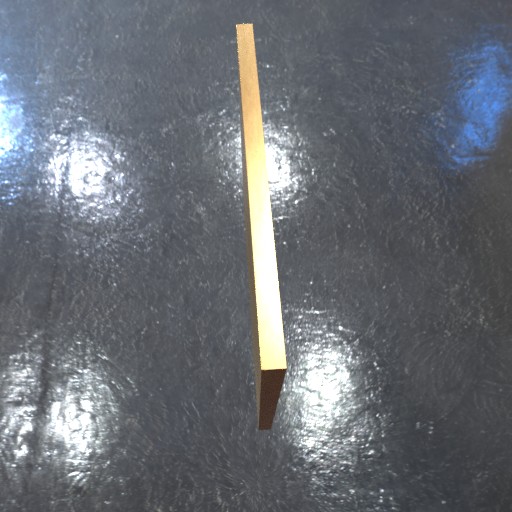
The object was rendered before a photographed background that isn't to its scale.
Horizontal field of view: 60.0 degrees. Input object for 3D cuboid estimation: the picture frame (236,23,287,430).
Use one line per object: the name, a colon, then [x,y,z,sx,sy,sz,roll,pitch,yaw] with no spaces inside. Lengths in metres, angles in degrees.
picture frame: [0.000,0.000,1.139,0.037,0.761,0.758,-3,63,-2]
